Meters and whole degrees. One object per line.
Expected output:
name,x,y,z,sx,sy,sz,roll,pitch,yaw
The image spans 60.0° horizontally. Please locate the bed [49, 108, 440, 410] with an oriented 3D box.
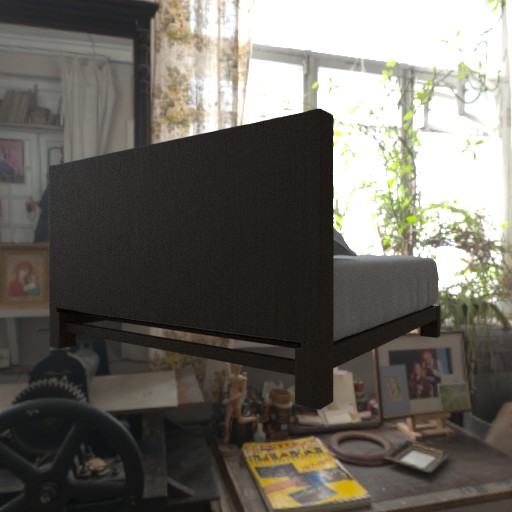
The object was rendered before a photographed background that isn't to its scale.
bed,0.000,0.000,3.301,2.134,1.270,2.012,0,1,36
